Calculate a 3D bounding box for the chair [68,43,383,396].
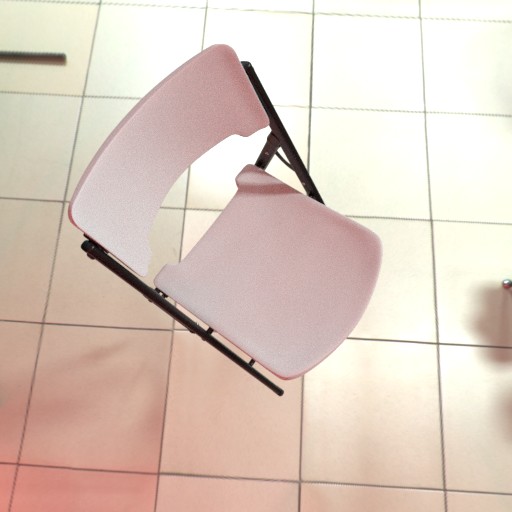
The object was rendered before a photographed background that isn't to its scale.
[{"bbox_3d":[0.000,0.000,1.090,0.577,0.765,0.482,35,78,9],"label":"chair"}]
